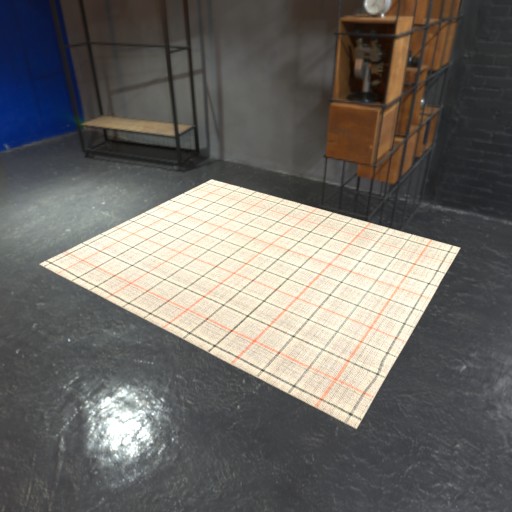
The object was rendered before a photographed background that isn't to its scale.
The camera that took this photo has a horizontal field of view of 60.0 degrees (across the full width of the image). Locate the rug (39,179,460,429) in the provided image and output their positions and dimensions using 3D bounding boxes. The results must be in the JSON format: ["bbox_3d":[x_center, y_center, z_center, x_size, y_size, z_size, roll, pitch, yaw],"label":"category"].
[{"bbox_3d":[0.000,0.000,4.097,3.048,0.012,2.444,20,37,29],"label":"rug"}]
